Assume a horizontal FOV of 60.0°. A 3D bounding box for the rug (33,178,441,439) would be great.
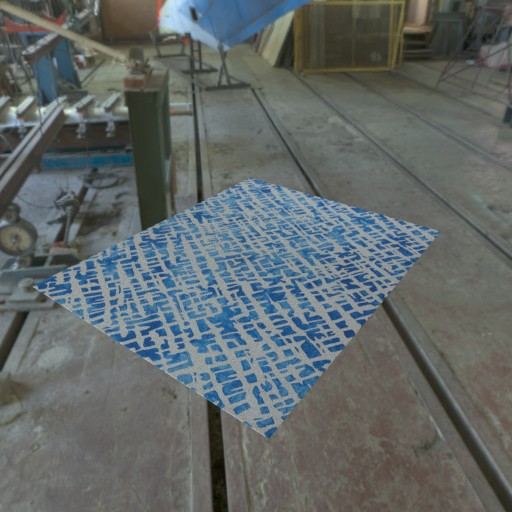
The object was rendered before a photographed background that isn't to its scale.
[{"bbox_3d":[0.000,0.000,4.102,2.435,0.007,3.007,22,38,31],"label":"rug"}]
